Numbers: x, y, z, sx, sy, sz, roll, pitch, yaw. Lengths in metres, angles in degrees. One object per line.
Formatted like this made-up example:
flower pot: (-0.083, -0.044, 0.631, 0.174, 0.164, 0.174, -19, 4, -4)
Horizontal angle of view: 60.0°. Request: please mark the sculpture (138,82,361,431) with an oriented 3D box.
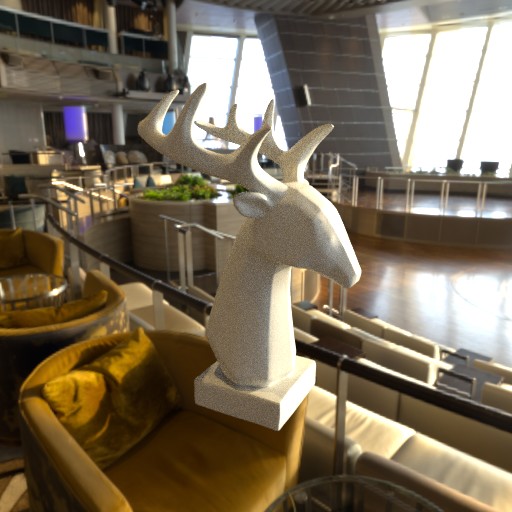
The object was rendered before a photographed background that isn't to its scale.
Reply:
sculpture: (0.000, 0.000, 0.470, 0.224, 0.329, 0.174, 8, 16, 27)
